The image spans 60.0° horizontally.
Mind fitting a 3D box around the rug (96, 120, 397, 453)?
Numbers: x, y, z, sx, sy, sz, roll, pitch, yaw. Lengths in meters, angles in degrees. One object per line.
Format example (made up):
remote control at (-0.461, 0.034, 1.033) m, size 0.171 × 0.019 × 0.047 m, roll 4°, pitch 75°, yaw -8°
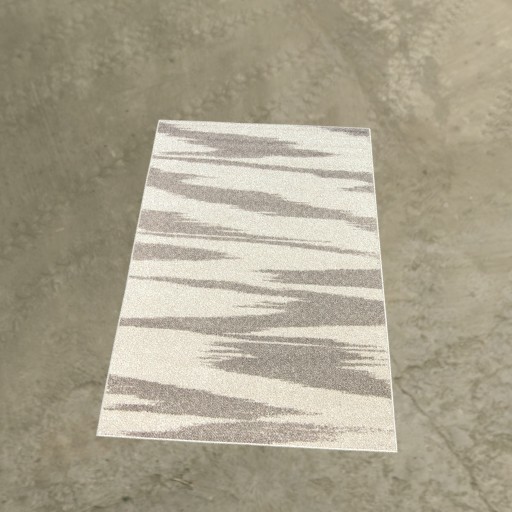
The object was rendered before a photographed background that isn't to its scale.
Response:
rug at (0.000, 0.000, 2.718) m, size 1.533 × 0.010 × 2.142 m, roll 3°, pitch 63°, yaw 1°
